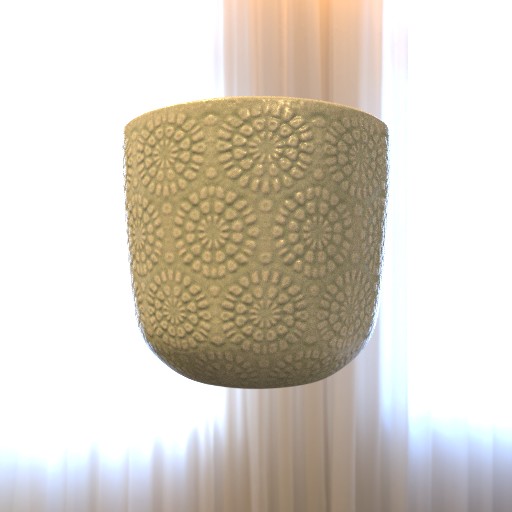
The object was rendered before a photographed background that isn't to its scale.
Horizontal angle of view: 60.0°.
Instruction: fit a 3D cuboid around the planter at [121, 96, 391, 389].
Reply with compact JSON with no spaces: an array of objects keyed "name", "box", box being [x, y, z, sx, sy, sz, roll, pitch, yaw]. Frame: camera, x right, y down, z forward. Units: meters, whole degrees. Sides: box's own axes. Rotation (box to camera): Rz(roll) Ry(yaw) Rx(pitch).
[{"name":"planter","box":[0.000,0.000,0.212,0.124,0.109,0.124,0,0,0]}]
